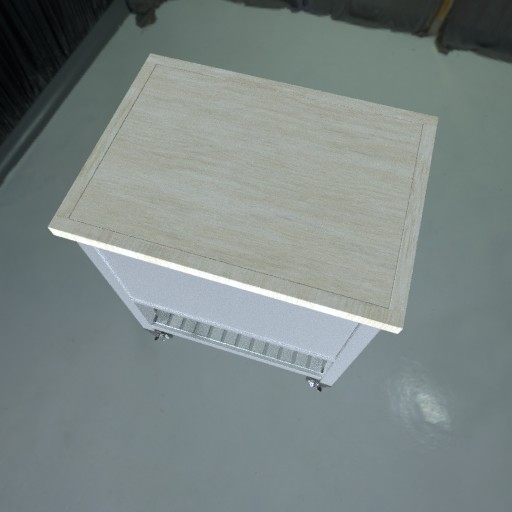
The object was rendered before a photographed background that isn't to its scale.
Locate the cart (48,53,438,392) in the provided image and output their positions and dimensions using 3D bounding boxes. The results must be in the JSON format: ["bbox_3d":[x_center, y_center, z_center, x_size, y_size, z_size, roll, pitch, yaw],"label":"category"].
[{"bbox_3d":[0.000,0.000,1.427,0.762,0.914,0.559,15,65,7],"label":"cart"}]
